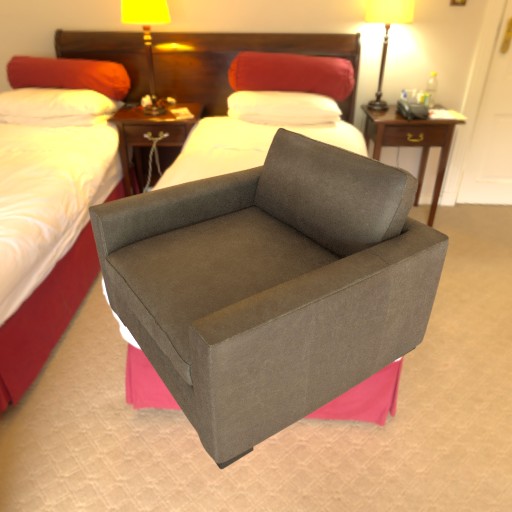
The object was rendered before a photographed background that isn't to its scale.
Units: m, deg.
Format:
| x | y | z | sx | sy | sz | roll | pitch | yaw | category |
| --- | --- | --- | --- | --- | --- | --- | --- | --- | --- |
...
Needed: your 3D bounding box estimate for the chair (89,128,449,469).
| x | y | z | sx | sy | sz | roll | pitch | yaw | category |
| --- | --- | --- | --- | --- | --- | --- | --- | --- | --- |
| 0.000 | 0.000 | 1.865 | 1.080 | 0.807 | 1.106 | -20 | 36 | -29 | chair |
